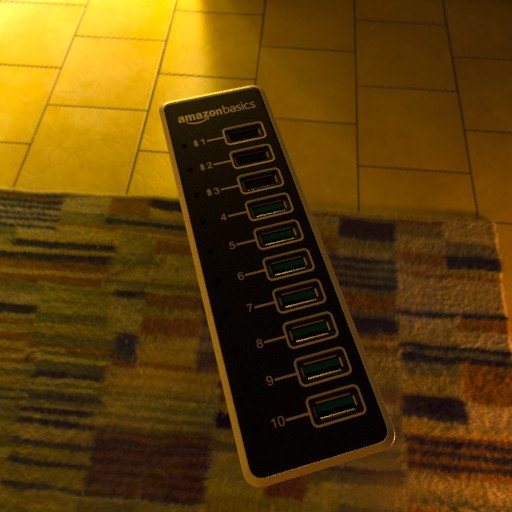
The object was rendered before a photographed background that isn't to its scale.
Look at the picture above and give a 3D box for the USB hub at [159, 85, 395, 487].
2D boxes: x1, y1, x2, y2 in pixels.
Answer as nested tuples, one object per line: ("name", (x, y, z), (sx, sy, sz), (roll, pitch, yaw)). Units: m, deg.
("USB hub", (0.000, 0.000, 0.161), (0.044, 0.023, 0.145), (-14, 64, -7))
